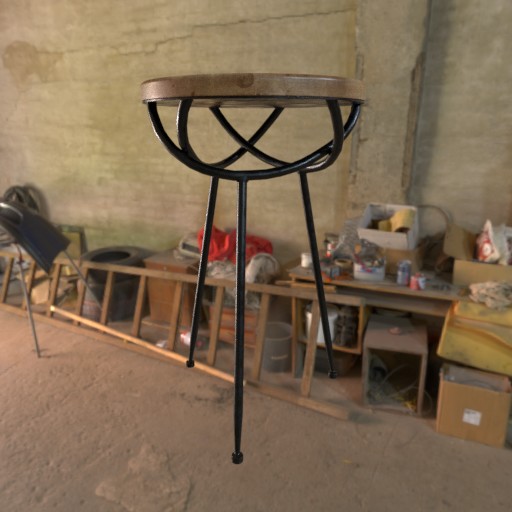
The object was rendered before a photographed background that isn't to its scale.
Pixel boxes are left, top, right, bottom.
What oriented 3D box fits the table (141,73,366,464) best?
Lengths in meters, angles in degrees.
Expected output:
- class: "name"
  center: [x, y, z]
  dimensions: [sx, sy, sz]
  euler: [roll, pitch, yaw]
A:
- class: "table"
  center: [0.000, 0.000, 0.919]
  dimensions: [0.418, 0.664, 0.414]
  euler: [-3, 17, -8]
